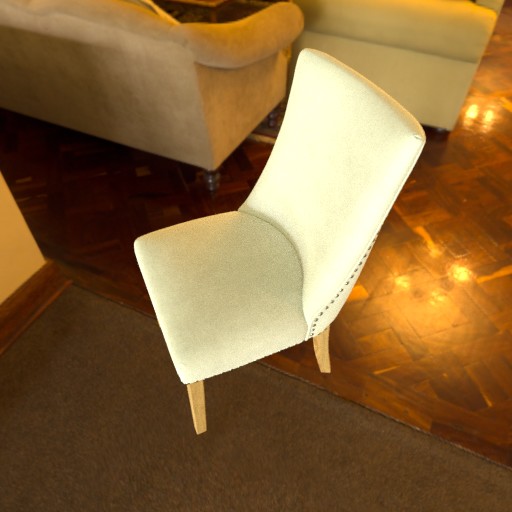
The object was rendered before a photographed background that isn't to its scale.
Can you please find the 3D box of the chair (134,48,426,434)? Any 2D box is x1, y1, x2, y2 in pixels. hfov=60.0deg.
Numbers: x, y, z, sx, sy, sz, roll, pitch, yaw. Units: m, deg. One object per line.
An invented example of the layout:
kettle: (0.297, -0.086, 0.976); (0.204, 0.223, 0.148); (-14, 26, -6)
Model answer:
chair: (0.000, 0.000, 1.241); (0.610, 0.902, 0.495); (-18, 49, -16)
